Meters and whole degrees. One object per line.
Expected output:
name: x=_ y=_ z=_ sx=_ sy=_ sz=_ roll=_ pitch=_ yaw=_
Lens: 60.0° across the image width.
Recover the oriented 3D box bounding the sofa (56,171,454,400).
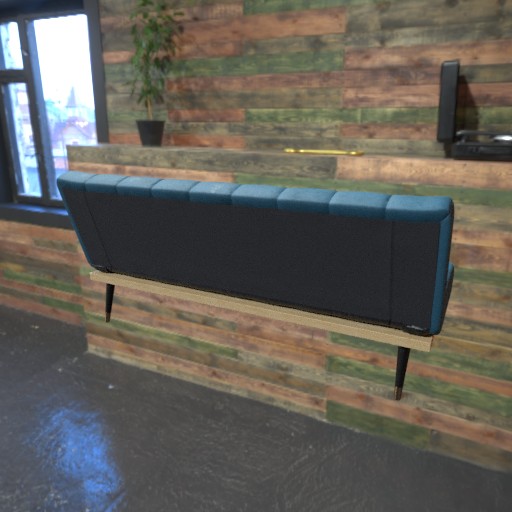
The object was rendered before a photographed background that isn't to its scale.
sofa: x=0.000 y=0.000 z=2.241 sx=1.810 sy=0.825 sz=0.830 roll=8 pitch=19 yaw=26
